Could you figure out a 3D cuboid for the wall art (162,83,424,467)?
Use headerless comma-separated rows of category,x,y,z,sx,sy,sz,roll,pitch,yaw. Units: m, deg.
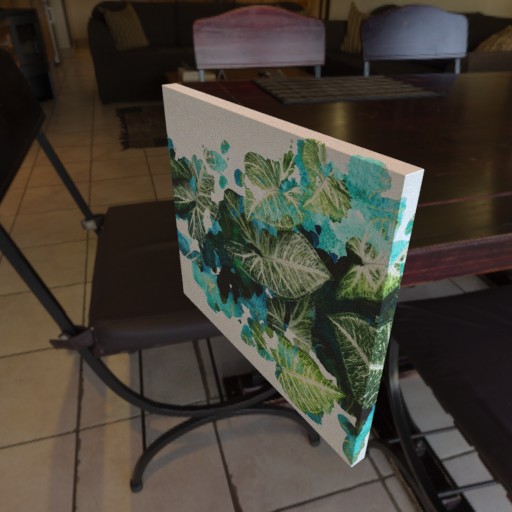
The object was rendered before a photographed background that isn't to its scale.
wall art,0.000,0.000,0.973,0.043,0.610,0.711,-20,37,-30
